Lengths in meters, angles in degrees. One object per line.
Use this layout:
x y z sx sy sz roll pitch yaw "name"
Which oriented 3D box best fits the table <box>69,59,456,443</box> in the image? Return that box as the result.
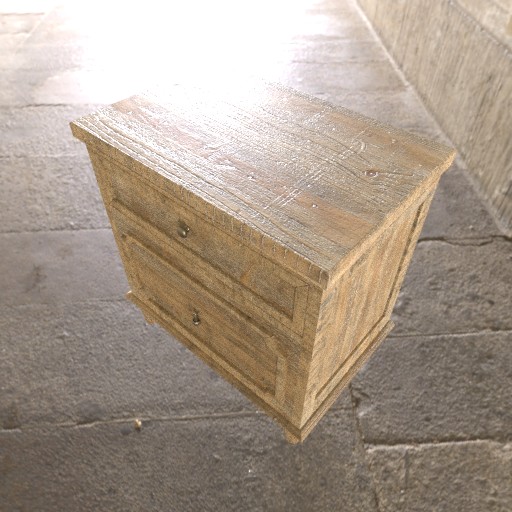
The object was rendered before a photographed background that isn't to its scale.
0.000 0.000 1.171 0.686 0.711 0.457 32 54 27 "table"
